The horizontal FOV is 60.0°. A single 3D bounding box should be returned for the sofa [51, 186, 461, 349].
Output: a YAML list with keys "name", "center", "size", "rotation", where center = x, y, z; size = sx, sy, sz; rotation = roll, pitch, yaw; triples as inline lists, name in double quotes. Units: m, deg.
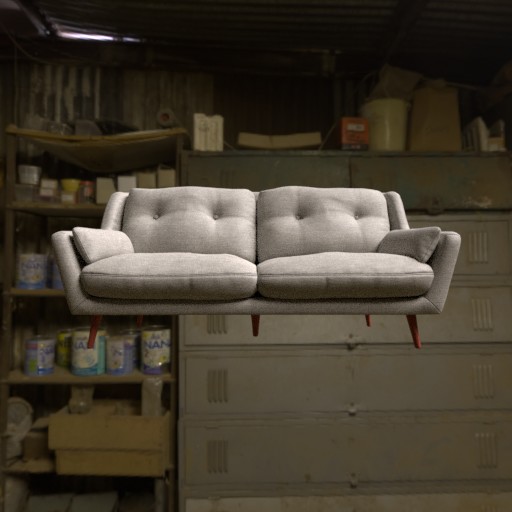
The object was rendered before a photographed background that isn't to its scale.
- name: "sofa"
  center: [0.000, 0.000, 2.484]
  size: [1.930, 0.897, 0.976]
  rotation: [0, -1, 0]
